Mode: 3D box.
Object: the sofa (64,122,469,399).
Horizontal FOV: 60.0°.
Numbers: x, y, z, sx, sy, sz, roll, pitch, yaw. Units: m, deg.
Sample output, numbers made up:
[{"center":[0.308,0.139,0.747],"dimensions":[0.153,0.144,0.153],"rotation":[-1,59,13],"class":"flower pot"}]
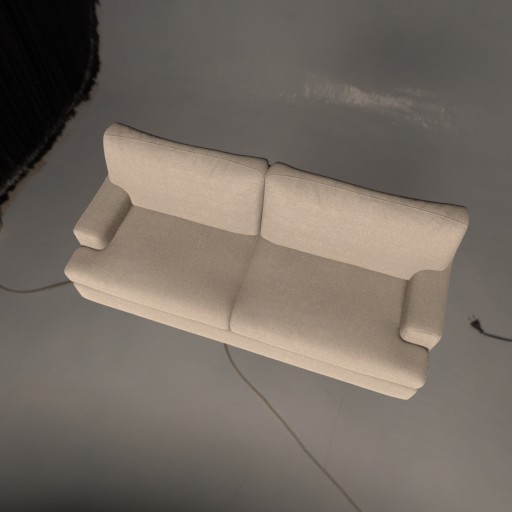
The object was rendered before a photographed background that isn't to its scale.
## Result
[{"center":[0.000,0.000,2.823],"dimensions":[2.354,0.980,0.962],"rotation":[16,60,9],"class":"sofa"}]
